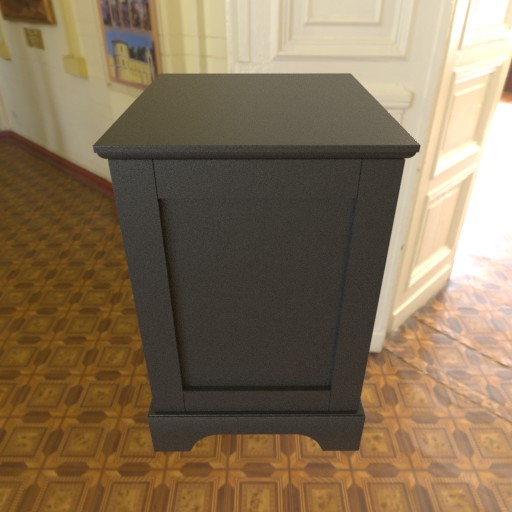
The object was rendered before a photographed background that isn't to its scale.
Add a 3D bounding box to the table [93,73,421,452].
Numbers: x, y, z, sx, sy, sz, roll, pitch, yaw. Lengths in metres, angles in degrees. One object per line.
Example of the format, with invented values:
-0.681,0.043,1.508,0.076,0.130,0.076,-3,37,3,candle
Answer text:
0.000,0.000,0.893,0.399,0.610,0.460,0,33,0,table
